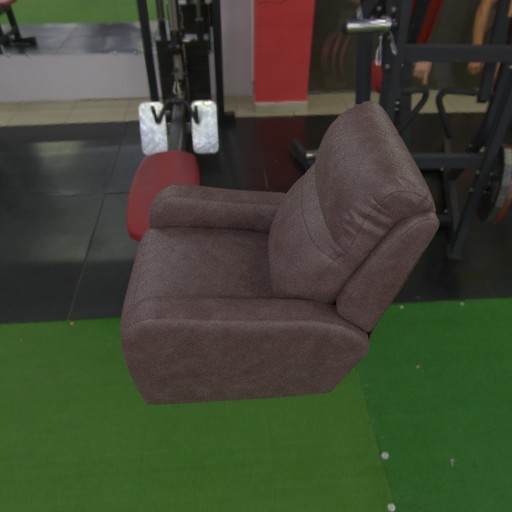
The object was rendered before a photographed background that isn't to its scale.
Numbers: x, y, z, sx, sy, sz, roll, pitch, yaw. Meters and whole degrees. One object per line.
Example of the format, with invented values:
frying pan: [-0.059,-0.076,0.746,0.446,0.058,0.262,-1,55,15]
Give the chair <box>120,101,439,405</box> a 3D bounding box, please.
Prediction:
chair: [0.000,0.000,1.809,1.067,1.067,0.865,-1,42,-1]
